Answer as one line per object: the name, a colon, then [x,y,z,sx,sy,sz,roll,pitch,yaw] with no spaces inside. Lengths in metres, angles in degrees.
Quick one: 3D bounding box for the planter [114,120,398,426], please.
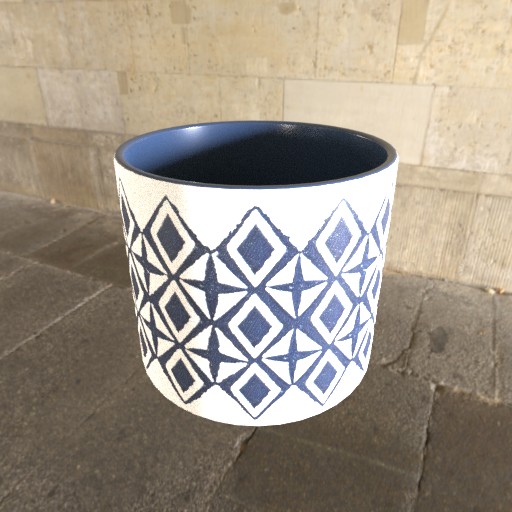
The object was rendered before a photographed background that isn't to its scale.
planter: [0.000,0.000,0.288,0.159,0.144,0.159,0,27,0]
